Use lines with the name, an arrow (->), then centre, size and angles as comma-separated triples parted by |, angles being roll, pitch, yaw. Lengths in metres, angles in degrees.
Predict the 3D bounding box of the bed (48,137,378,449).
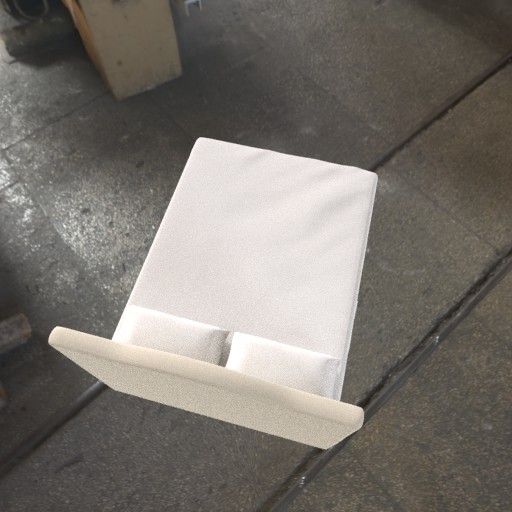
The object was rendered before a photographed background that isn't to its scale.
bed -> 0.000, 0.000, 3.274 | 1.741, 1.449, 2.196 | 13, 63, 7
